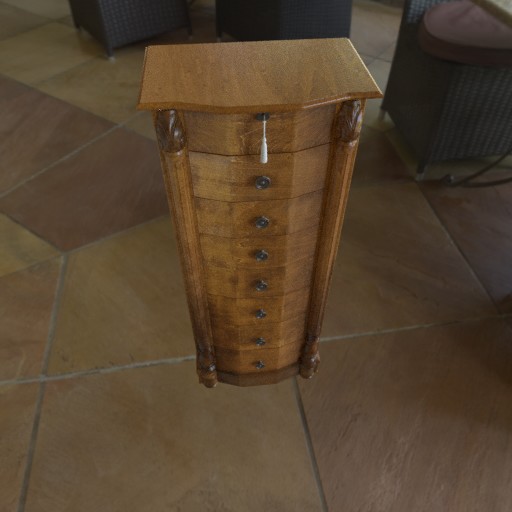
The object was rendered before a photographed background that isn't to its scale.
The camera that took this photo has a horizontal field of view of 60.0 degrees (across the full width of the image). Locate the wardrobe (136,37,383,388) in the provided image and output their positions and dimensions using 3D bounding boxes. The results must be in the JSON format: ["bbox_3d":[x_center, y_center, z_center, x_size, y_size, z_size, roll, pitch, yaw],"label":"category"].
[{"bbox_3d":[0.000,0.000,1.135,0.406,0.959,0.273,-4,47,-4],"label":"wardrobe"}]
